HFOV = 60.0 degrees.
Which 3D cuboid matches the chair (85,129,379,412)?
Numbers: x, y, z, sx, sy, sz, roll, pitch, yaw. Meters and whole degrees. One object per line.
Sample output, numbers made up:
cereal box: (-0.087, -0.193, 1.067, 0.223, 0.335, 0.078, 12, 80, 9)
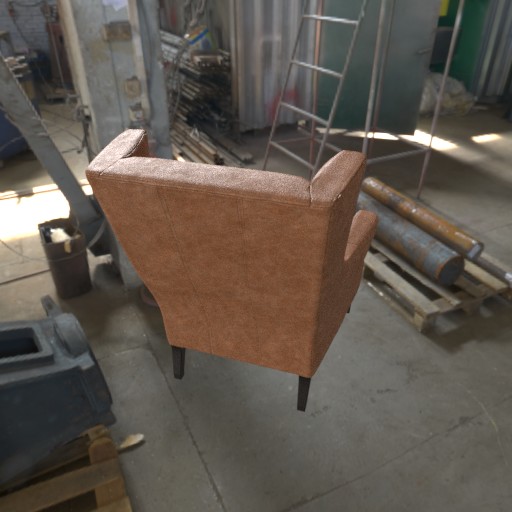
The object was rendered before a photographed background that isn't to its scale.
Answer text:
chair: (0.000, 0.000, 1.709, 0.853, 1.016, 0.926, 10, 34, 15)
